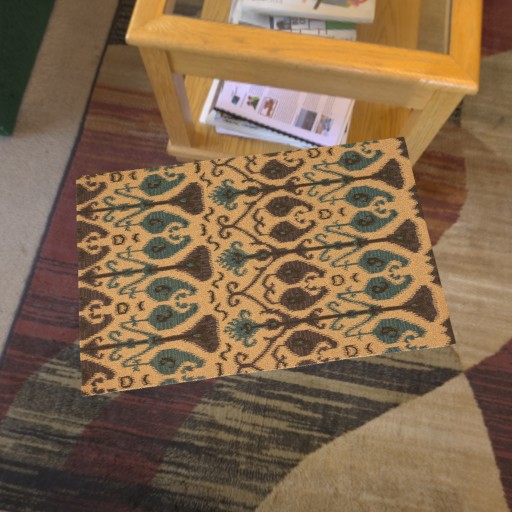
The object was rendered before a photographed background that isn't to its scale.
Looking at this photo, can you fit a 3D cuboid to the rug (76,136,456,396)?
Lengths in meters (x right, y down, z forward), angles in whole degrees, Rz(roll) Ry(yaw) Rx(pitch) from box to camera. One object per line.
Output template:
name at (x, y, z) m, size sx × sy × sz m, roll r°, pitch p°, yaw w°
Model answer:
rug at (0.000, 0.000, 2.126) m, size 1.698 × 0.013 × 1.072 m, roll -7°, pitch 74°, yaw -2°
